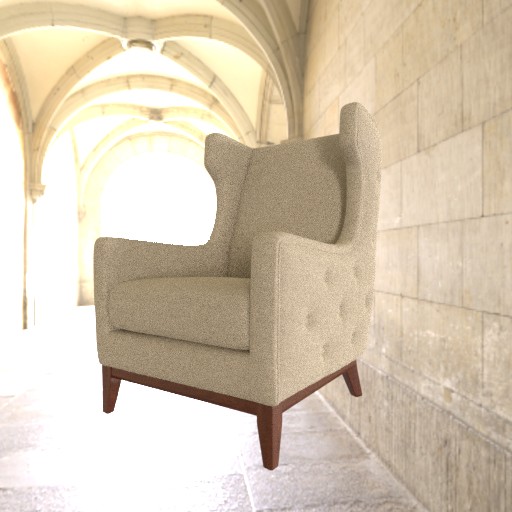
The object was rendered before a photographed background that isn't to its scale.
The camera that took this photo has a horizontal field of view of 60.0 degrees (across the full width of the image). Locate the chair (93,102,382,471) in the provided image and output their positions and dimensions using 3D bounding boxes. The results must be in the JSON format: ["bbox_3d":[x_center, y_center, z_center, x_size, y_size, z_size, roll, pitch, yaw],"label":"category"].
[{"bbox_3d":[0.000,0.000,1.641,0.778,1.079,0.899,0,0,36],"label":"chair"}]
